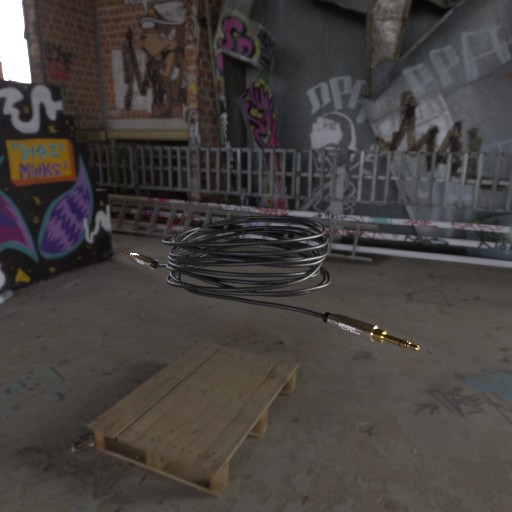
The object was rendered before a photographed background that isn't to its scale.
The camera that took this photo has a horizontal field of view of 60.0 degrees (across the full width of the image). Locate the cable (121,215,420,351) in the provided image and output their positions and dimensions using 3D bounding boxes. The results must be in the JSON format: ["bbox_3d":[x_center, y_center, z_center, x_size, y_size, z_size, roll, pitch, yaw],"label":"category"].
[{"bbox_3d":[0.000,0.000,0.509,0.198,0.069,0.432,-15,21,-43],"label":"cable"}]
